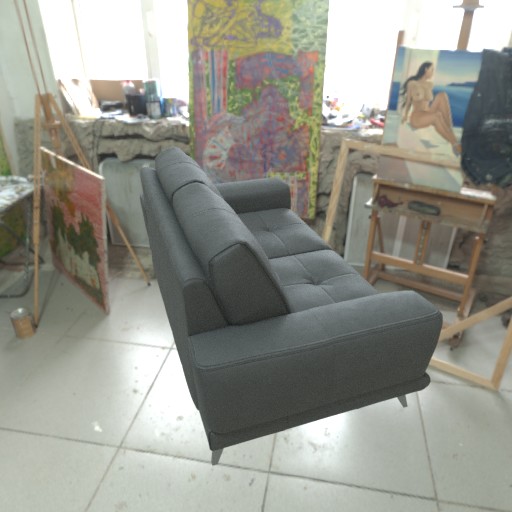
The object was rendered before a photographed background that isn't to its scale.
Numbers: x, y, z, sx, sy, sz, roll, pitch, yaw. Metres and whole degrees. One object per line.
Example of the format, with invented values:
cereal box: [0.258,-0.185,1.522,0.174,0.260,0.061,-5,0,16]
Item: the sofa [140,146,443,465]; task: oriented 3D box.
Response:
sofa: [0.000,0.000,2.374,1.018,0.907,1.806,-10,30,-17]
